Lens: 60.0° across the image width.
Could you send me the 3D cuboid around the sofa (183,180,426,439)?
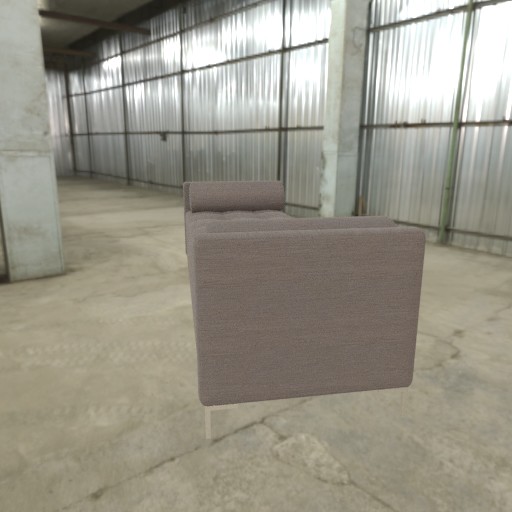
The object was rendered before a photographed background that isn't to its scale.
[{"bbox_3d":[0.000,0.000,2.261,0.686,0.635,1.981,-2,14,-10],"label":"sofa"}]
